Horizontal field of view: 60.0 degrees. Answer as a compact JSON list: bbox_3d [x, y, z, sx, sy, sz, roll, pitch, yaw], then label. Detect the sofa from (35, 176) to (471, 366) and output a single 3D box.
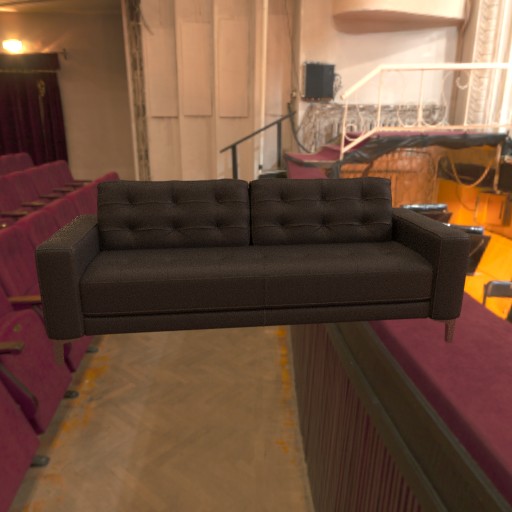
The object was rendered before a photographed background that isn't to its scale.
[{"bbox_3d":[0.000,0.000,2.680,2.275,0.893,0.833,-2,17,-6],"label":"sofa"}]
